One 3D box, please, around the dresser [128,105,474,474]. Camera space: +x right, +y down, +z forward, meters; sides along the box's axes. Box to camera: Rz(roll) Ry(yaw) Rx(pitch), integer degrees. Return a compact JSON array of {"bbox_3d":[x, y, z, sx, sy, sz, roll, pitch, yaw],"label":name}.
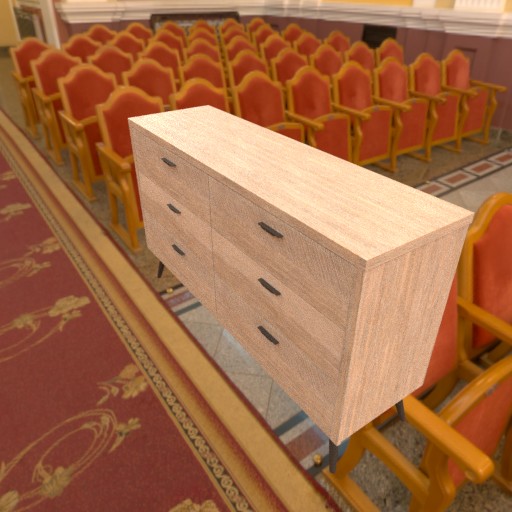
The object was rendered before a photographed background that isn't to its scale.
[{"bbox_3d":[0.000,0.000,1.925,0.457,0.914,1.524,-20,38,-29],"label":"dresser"}]
